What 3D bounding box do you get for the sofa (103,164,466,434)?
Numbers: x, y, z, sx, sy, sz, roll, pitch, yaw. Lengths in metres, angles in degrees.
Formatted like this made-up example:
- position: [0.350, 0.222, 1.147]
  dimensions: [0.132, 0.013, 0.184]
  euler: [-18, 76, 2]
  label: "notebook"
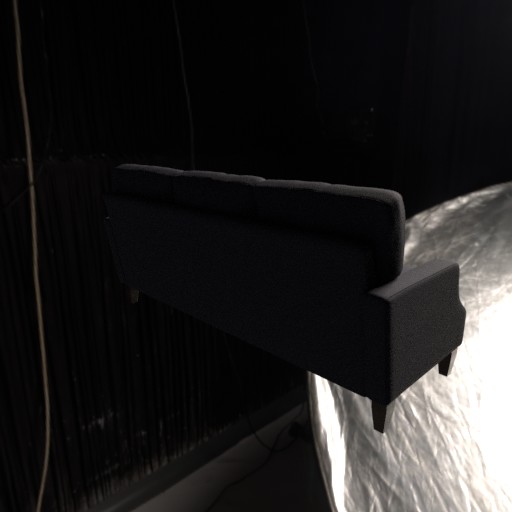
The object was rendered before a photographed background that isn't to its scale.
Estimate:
- position: [0.000, 0.000, 2.565]
  dimensions: [0.888, 0.984, 2.115]
  euler: [-15, 22, -43]
  label: "sofa"
